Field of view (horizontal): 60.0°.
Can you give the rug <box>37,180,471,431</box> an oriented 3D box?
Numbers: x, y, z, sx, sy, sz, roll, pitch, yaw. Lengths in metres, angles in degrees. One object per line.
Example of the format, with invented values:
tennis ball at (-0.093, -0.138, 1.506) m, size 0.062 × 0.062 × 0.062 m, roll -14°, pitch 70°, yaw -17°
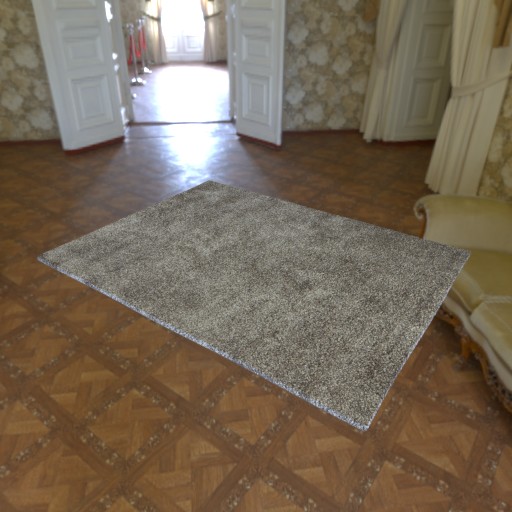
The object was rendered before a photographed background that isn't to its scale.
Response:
rug at (0.000, 0.000, 2.040) m, size 1.601 × 0.025 × 1.198 m, roll 20°, pitch 36°, yaw 30°
